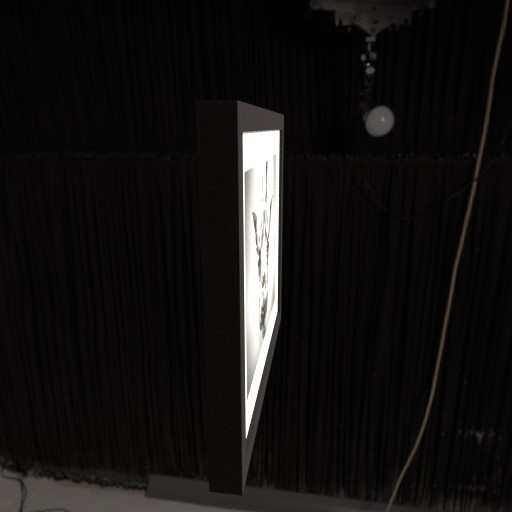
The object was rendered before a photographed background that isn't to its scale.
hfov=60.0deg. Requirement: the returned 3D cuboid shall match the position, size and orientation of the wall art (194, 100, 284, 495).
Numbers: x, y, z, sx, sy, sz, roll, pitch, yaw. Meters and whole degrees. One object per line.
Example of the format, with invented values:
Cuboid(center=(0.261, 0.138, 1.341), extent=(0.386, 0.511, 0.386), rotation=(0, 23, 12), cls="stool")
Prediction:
Cuboid(center=(0.000, 0.000, 0.529), extent=(0.031, 0.330, 0.381), rotation=(2, 16, 8), cls="wall art")
